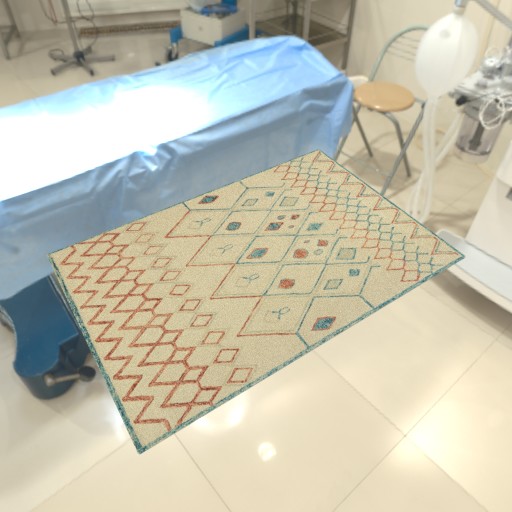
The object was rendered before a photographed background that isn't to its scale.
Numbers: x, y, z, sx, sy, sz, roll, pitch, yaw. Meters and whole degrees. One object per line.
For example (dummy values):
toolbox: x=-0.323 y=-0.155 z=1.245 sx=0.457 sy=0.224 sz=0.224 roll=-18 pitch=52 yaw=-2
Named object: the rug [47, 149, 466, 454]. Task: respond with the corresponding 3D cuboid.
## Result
rug: x=0.000 y=0.000 z=2.324 sx=1.829 sy=0.016 sz=1.219 roll=-25 pitch=51 yaw=-22
